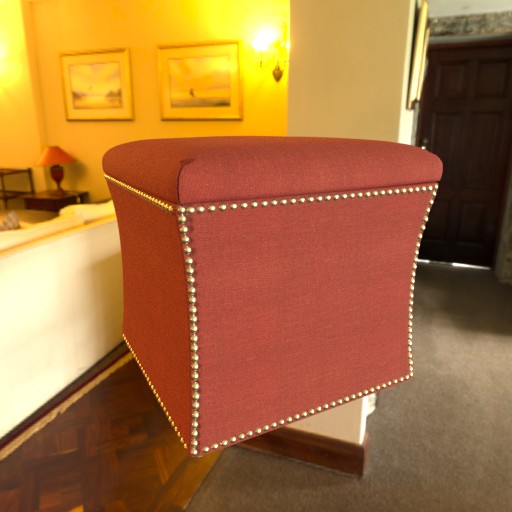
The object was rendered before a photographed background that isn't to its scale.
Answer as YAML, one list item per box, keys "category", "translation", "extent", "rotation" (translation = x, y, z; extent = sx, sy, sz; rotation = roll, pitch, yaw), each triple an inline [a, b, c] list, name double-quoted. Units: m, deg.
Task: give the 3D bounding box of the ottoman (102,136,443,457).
- category: "ottoman"
  translation: [0.000, 0.000, 0.910]
  extent: [0.507, 0.475, 0.497]
  rotation: [-9, 19, -27]
